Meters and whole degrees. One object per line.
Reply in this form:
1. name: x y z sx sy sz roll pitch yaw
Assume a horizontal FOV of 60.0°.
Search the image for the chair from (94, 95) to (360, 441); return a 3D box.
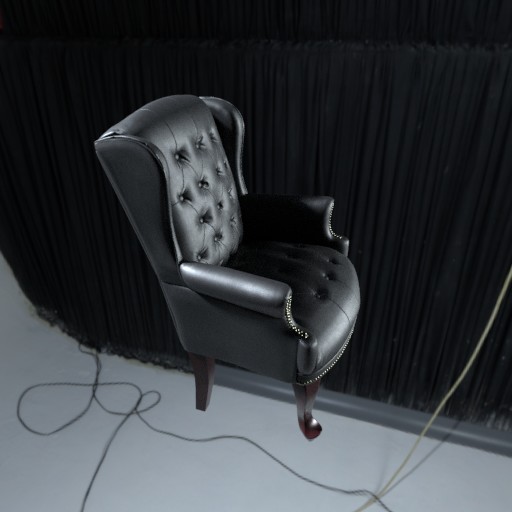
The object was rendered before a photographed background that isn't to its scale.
1. chair: 0.000 0.000 1.712 0.822 1.133 0.831 9 30 16
